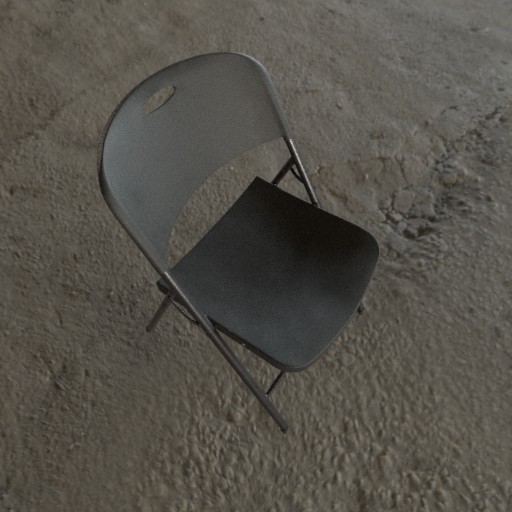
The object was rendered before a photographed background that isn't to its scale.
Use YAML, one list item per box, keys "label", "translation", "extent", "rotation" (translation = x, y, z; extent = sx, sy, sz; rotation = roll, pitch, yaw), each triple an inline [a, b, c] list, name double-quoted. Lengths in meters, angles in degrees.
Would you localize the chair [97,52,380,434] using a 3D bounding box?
- label: "chair"
  translation: [0.000, 0.000, 1.136]
  extent: [0.567, 0.810, 0.494]
  rotation: [31, 63, 18]
